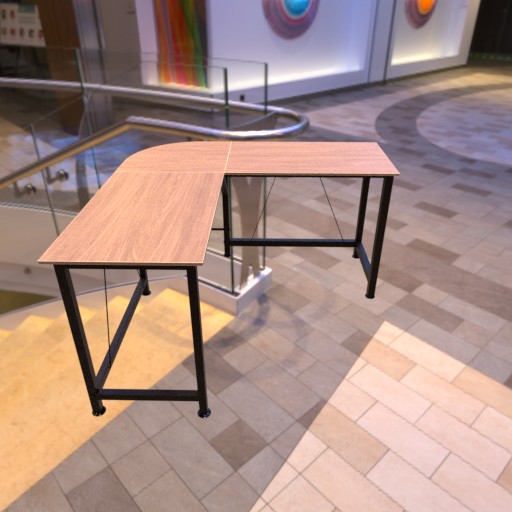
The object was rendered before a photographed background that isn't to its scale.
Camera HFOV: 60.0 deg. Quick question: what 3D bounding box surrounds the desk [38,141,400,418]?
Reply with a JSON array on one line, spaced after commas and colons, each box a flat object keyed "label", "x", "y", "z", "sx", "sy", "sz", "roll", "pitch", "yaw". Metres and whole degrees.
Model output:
[{"label": "desk", "x": 0.000, "y": 0.000, "z": 2.232, "sx": 1.400, "sy": 0.762, "sz": 1.400, "roll": 1, "pitch": 30, "yaw": 1}]
